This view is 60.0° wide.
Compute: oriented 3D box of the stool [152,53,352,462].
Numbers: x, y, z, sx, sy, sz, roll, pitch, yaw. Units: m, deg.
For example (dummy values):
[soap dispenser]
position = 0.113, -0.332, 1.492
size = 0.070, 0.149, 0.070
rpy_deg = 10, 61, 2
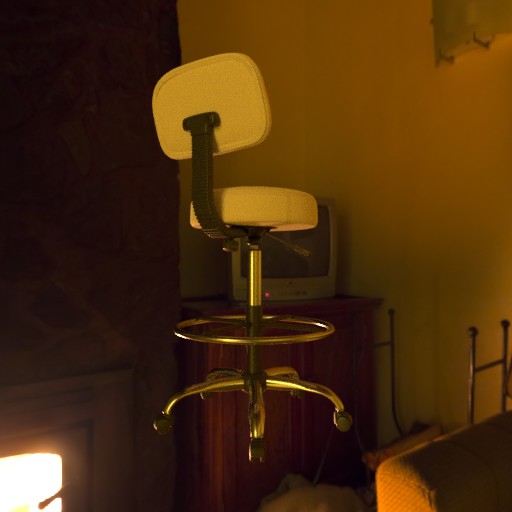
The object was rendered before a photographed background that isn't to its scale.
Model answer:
[stool]
position = 0.000, 0.000, 1.473
size = 0.609, 1.080, 0.616
rpy_deg = 0, -1, 35
